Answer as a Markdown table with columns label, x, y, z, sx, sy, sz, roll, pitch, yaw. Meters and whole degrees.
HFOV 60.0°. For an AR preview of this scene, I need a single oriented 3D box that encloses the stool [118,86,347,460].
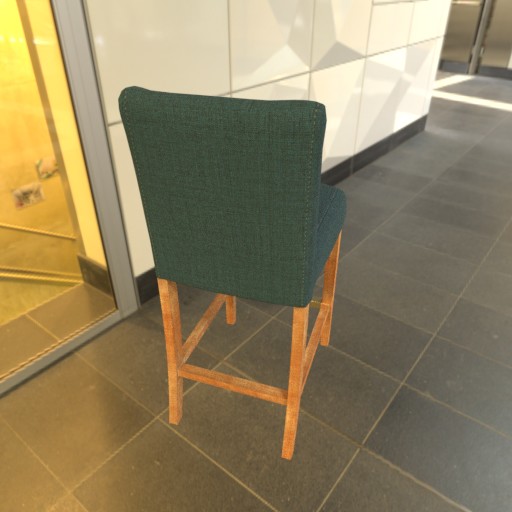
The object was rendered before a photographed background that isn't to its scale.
| label | x | y | z | sx | sy | sz | roll | pitch | yaw |
| --- | --- | --- | --- | --- | --- | --- | --- | --- | --- |
| stool | 0.000 | 0.000 | 1.333 | 0.454 | 1.039 | 0.567 | 10 | 34 | 16 |
